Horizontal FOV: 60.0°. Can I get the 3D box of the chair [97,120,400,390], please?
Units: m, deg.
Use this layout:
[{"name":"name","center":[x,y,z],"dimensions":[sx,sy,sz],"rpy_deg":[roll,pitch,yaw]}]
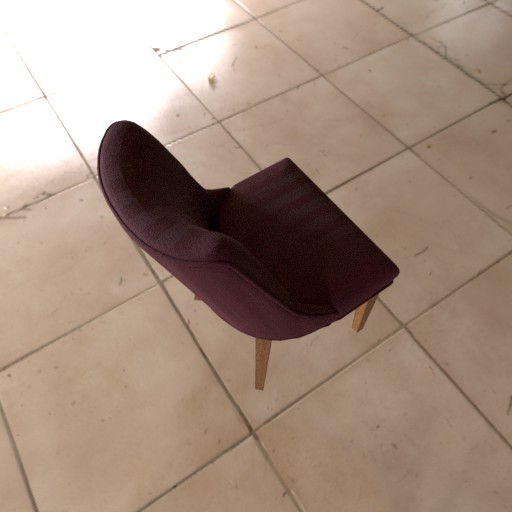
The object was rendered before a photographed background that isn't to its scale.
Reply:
[{"name":"chair","center":[0.000,0.000,1.280],"dimensions":[0.638,0.916,0.548],"rpy_deg":[-30,63,-18]}]
